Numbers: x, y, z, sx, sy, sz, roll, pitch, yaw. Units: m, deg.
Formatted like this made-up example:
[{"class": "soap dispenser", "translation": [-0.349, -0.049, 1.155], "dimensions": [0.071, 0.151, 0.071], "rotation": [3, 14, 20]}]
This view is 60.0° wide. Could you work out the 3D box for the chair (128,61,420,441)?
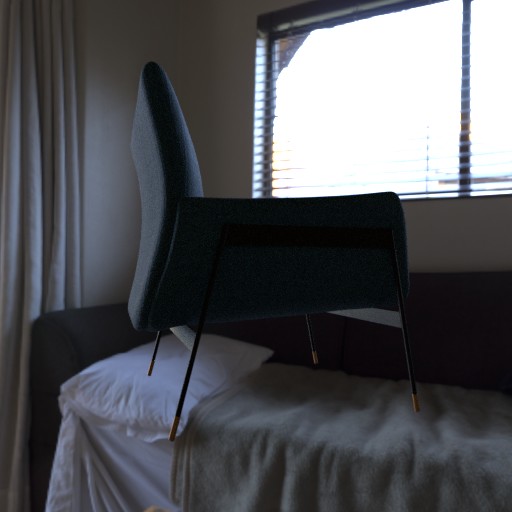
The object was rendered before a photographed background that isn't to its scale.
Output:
[{"class": "chair", "translation": [0.000, 0.000, 1.407], "dimensions": [0.769, 0.859, 0.678], "rotation": [0, -1, -18]}]
